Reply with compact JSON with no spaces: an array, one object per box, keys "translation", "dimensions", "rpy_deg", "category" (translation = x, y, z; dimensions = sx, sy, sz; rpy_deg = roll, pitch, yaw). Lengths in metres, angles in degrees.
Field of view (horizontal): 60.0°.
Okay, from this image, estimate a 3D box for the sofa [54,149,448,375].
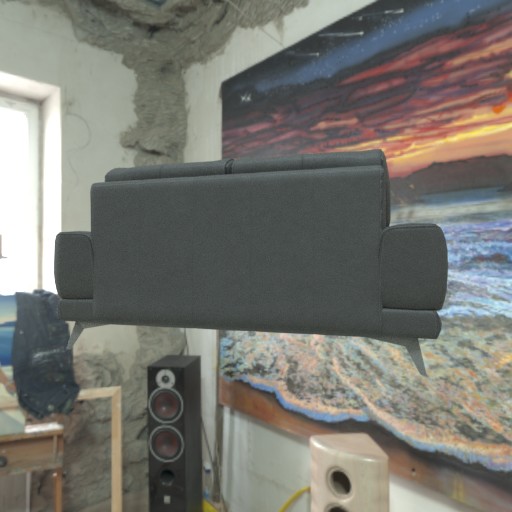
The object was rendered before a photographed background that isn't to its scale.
[{"translation":[0.000,0.000,2.358],"dimensions":[1.806,0.907,1.018],"rpy_deg":[0,-1,17],"category":"sofa"}]
